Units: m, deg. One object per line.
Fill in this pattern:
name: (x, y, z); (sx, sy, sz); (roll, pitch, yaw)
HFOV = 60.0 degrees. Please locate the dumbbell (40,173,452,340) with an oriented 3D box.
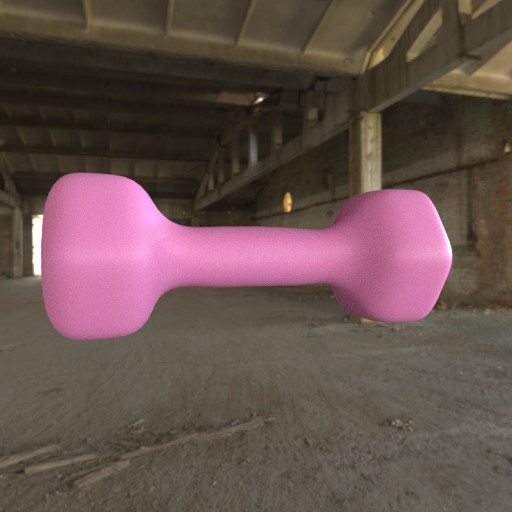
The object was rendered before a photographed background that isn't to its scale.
dumbbell: (0.000, 0.000, 0.182); (0.159, 0.058, 0.064); (0, 0, -17)
